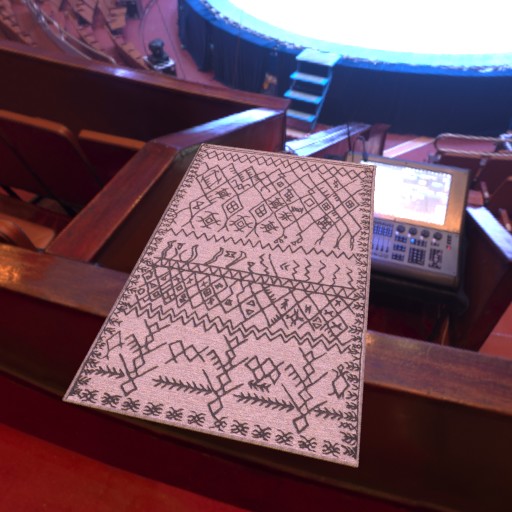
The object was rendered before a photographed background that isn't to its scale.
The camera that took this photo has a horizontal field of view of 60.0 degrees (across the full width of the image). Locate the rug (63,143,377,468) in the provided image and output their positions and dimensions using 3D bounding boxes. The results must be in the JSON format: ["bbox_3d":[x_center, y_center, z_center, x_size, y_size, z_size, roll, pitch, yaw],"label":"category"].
[{"bbox_3d":[0.000,0.000,3.007,1.526,0.012,2.444,9,48,8],"label":"rug"}]
